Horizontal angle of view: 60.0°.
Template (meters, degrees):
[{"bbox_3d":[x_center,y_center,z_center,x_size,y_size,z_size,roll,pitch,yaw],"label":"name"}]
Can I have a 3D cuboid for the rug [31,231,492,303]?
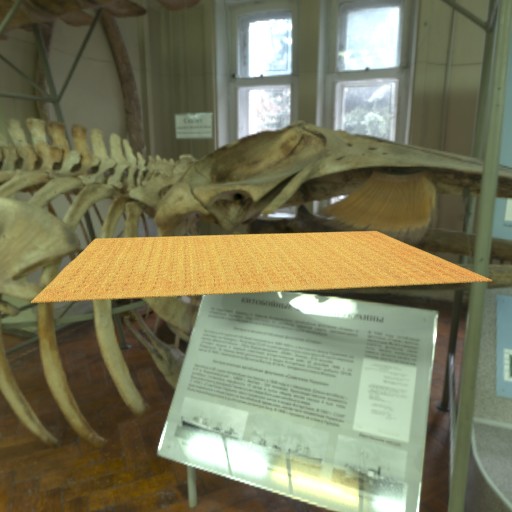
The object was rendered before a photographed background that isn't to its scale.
[{"bbox_3d":[0.000,0.000,2.195,1.747,0.006,1.143,-2,13,-8],"label":"rug"}]
